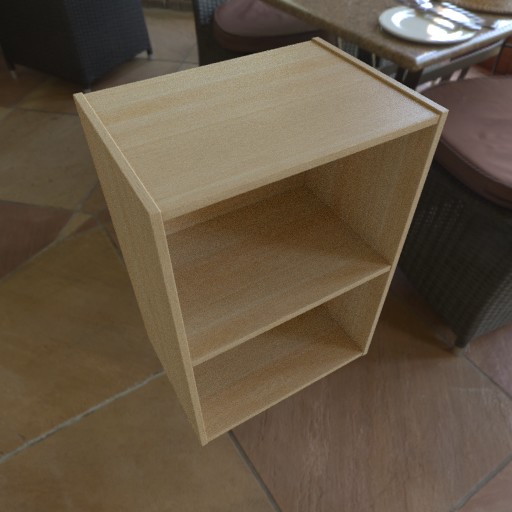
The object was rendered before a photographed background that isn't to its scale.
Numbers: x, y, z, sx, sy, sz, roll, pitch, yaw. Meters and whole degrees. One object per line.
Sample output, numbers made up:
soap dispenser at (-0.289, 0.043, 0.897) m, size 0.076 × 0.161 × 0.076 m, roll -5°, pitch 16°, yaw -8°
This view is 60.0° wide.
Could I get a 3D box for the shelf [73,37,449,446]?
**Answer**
shelf at (0.000, 0.000, 0.803) m, size 0.414 × 0.592 × 0.290 m, roll -23°, pitch 50°, yaw -20°
